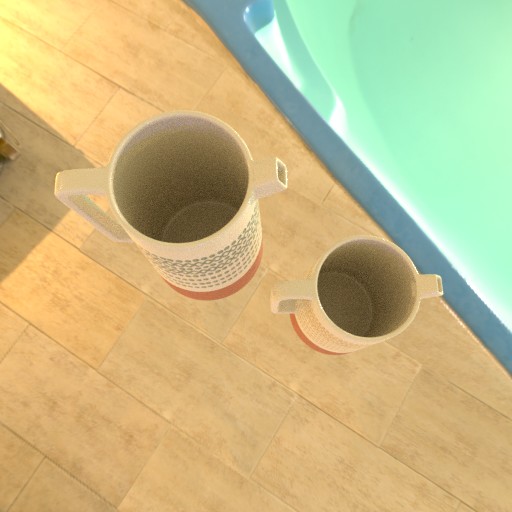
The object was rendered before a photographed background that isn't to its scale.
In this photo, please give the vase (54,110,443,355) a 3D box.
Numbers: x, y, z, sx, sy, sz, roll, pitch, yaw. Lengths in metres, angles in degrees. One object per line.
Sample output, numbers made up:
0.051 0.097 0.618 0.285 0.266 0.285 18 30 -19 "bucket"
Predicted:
0.000 0.000 0.466 0.326 0.247 0.168 38 79 8 "vase"
